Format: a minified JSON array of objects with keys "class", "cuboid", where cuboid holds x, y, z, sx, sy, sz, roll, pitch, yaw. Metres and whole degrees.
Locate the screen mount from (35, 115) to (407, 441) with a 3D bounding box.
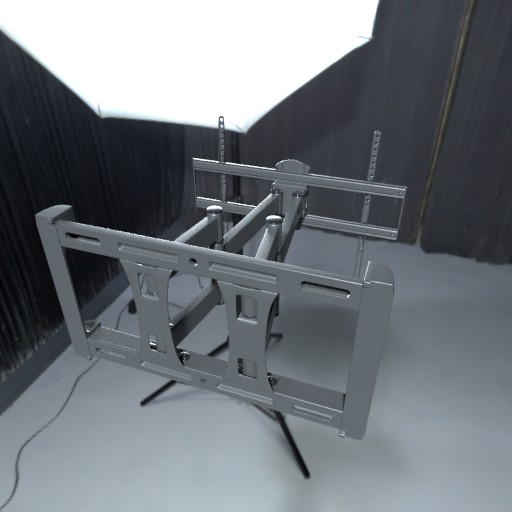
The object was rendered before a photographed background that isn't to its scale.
[{"class":"screen mount","cuboid":[0.000,0.000,1.100,0.661,0.491,0.644,11,34,17]}]
